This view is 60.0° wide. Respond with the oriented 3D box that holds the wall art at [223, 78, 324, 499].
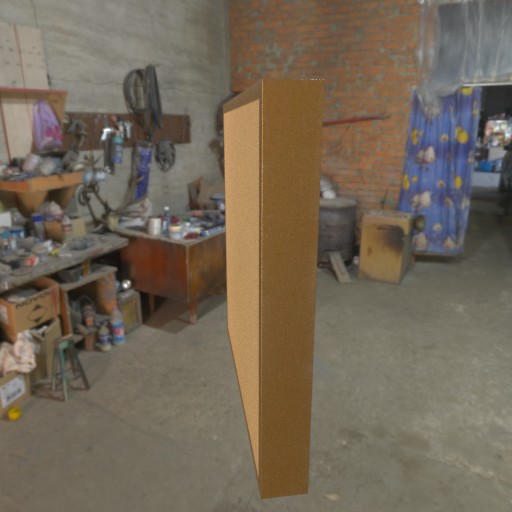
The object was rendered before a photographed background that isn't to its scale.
[{"bbox_3d":[0.000,0.000,0.450,0.038,0.305,0.306,-2,16,-8],"label":"wall art"}]
